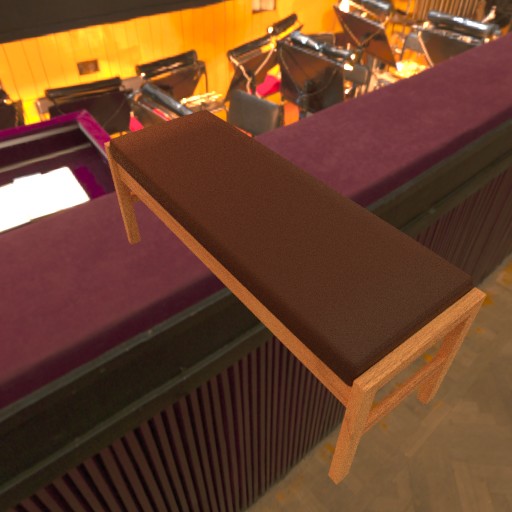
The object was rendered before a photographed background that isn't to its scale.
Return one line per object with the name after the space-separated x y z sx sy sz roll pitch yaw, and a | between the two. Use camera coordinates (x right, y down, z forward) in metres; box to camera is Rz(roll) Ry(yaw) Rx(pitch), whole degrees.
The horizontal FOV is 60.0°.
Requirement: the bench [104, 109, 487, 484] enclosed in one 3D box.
0.000 0.000 1.406 0.405 0.480 1.200 -27 49 -27 | bench
